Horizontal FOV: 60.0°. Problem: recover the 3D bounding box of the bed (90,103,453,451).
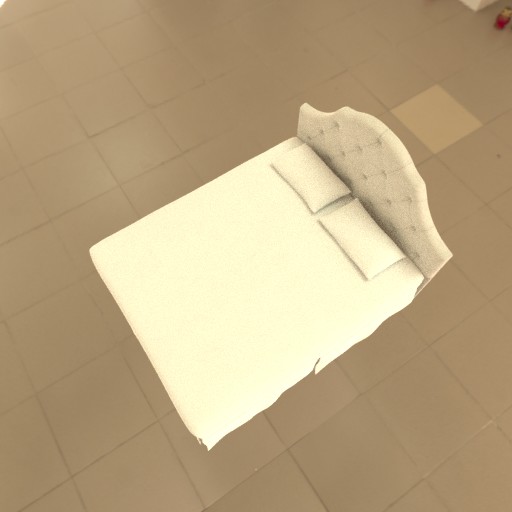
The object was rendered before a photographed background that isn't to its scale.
[{"bbox_3d":[0.000,0.000,3.814,2.477,1.617,2.039,-31,68,-14],"label":"bed"}]
